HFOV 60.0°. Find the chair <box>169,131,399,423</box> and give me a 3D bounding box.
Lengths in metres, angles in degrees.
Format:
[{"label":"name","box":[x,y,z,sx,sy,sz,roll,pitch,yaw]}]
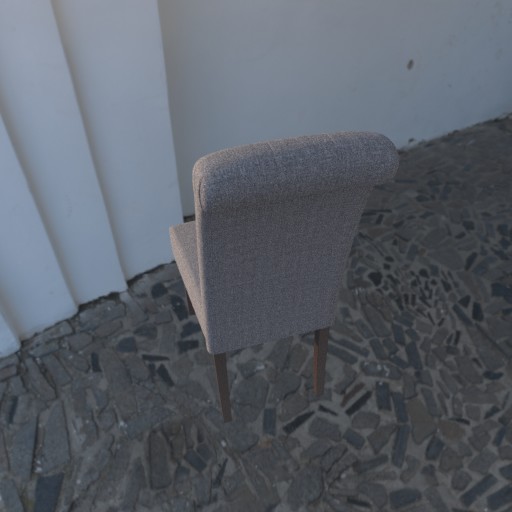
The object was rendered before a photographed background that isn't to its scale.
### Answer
[{"label":"chair","box":[0.000,0.000,1.366,0.456,1.006,0.671,-11,41,-13]}]
